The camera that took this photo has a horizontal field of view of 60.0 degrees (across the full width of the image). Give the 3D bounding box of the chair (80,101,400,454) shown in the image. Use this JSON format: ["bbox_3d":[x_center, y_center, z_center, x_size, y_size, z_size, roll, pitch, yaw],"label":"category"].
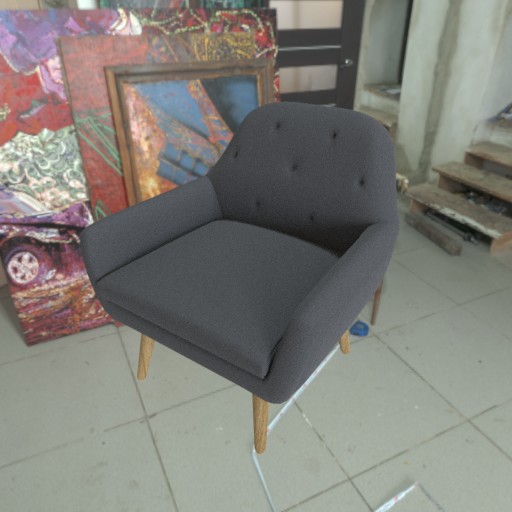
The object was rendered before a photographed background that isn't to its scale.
[{"bbox_3d":[0.000,0.000,1.392,0.770,0.800,0.779,19,35,30],"label":"chair"}]
